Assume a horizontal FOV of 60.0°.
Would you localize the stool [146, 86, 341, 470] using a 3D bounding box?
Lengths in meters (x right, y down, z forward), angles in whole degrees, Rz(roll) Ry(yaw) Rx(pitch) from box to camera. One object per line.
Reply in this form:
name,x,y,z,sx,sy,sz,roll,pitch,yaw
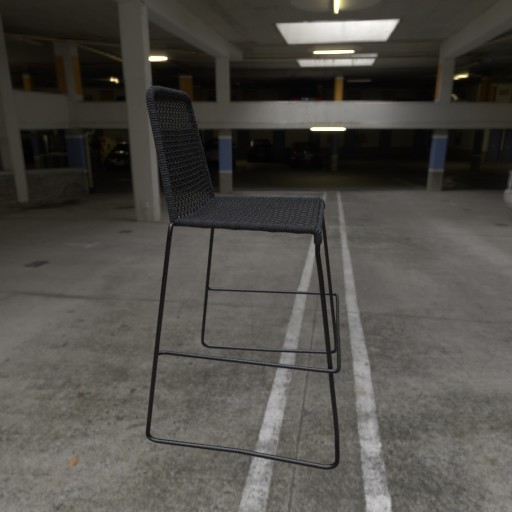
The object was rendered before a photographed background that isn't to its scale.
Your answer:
stool,0.000,0.000,1.269,0.509,0.905,0.590,3,17,9
